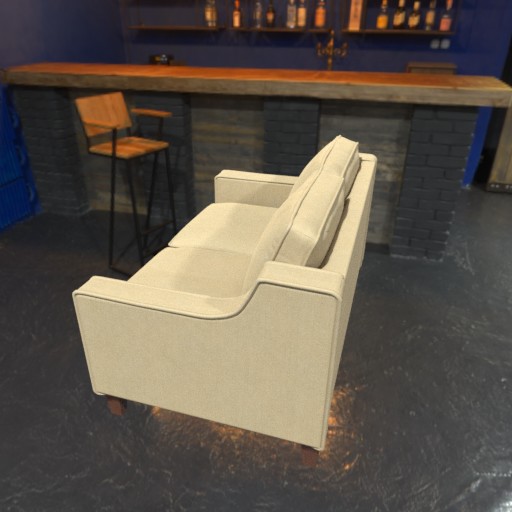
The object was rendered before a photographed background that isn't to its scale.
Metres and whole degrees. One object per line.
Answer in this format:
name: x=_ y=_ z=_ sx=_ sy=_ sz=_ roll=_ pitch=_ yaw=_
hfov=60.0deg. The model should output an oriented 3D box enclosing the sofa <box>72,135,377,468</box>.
sofa: x=0.000 y=0.000 z=2.183 sx=0.987 sy=0.971 sz=1.501 roll=8 pitch=30 yaw=15
